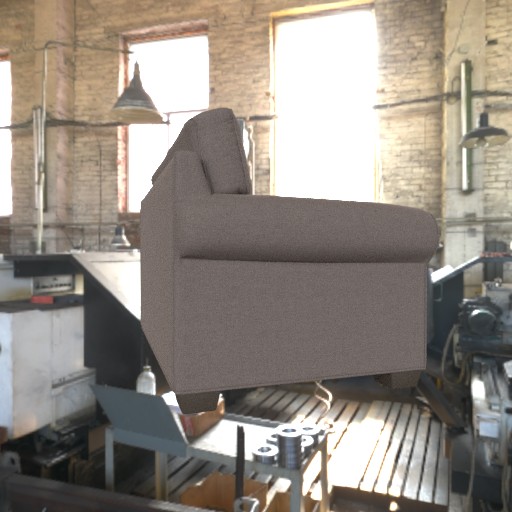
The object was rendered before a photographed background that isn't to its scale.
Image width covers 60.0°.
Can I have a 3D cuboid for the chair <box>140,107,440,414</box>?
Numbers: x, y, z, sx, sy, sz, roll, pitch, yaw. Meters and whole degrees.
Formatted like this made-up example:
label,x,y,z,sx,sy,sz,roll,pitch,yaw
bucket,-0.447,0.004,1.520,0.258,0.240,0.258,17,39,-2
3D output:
label,x,y,z,sx,sy,sz,roll,pitch,yaw
chair,0.000,0.000,2.012,0.930,0.930,1.390,0,1,-19
